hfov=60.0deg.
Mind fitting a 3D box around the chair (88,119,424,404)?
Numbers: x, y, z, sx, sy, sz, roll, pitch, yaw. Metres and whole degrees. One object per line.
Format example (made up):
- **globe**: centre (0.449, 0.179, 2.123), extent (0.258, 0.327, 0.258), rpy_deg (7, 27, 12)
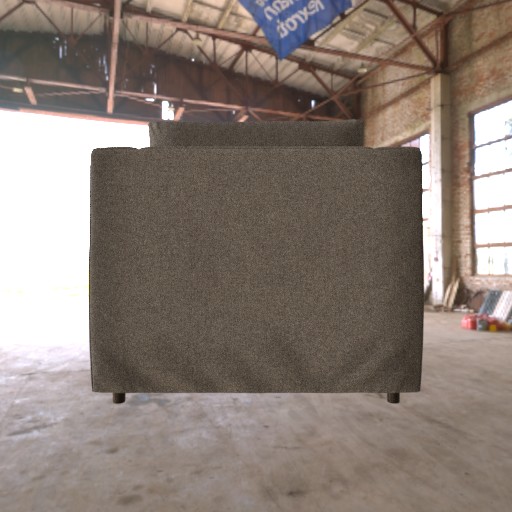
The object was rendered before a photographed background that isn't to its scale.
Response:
- **chair**: centre (0.000, 0.000, 2.055), extent (1.194, 1.059, 1.071), rpy_deg (0, -1, 0)
